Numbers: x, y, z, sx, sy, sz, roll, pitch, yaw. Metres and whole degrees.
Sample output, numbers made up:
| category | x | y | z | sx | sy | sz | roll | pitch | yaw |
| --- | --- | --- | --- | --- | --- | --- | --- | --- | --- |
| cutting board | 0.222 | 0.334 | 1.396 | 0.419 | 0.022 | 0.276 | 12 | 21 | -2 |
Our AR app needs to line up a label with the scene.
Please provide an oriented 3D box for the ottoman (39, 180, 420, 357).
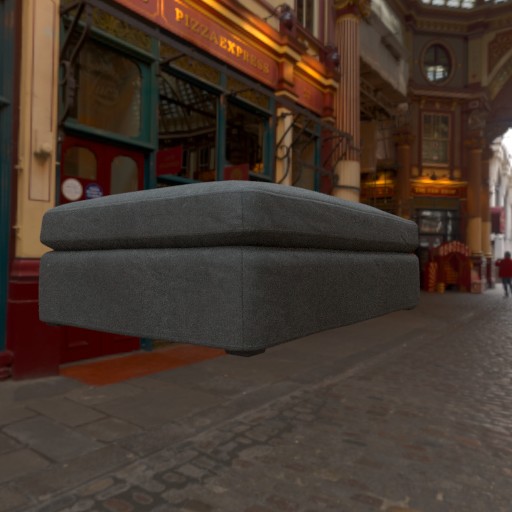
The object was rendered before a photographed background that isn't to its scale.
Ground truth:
| category | x | y | z | sx | sy | sz | roll | pitch | yaw |
| --- | --- | --- | --- | --- | --- | --- | --- | --- | --- |
| ottoman | 0.000 | 0.000 | 1.588 | 0.840 | 0.429 | 1.199 | 0 | -1 | 36 |
